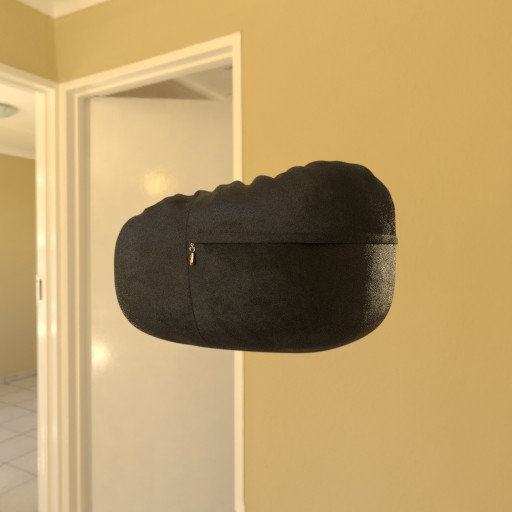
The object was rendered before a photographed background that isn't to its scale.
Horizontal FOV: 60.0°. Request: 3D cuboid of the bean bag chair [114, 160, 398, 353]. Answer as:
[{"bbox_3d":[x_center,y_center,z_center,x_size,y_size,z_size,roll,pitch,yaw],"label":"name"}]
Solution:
[{"bbox_3d":[0.000,0.000,2.499,1.524,0.878,1.524,0,1,19],"label":"bean bag chair"}]
